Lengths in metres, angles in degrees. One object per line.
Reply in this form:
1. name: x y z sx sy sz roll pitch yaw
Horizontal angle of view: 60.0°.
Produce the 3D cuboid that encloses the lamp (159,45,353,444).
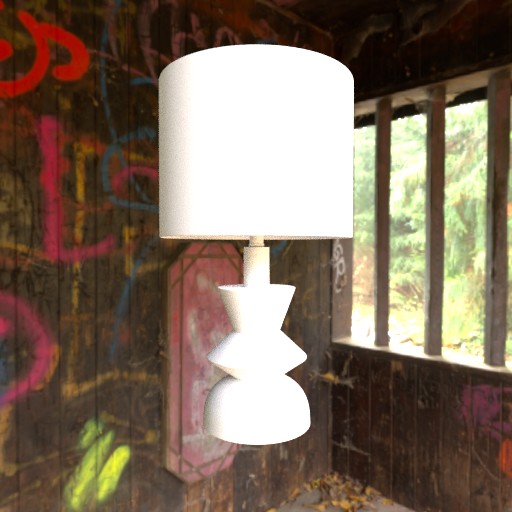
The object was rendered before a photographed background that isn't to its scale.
1. lamp: 0.000 0.000 0.707 0.301 0.533 0.301 0 1 17
